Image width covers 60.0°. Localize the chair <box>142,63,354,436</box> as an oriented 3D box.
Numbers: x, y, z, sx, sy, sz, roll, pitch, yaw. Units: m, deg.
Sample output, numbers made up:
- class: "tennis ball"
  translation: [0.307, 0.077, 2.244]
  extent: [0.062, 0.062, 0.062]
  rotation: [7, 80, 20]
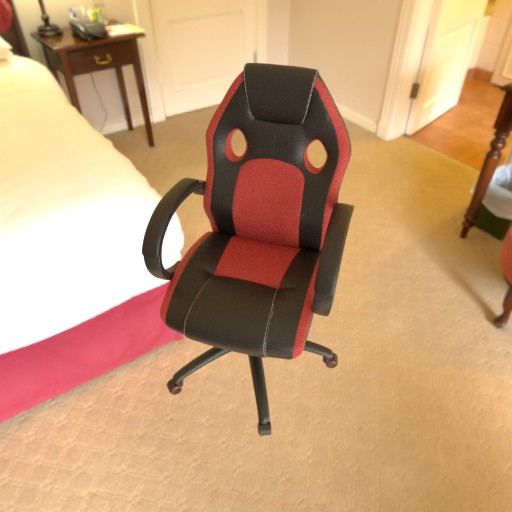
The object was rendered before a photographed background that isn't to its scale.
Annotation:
- class: "chair"
  translation: [0.000, 0.000, 1.683]
  extent: [0.750, 1.189, 0.783]
  rotation: [11, 41, 13]
